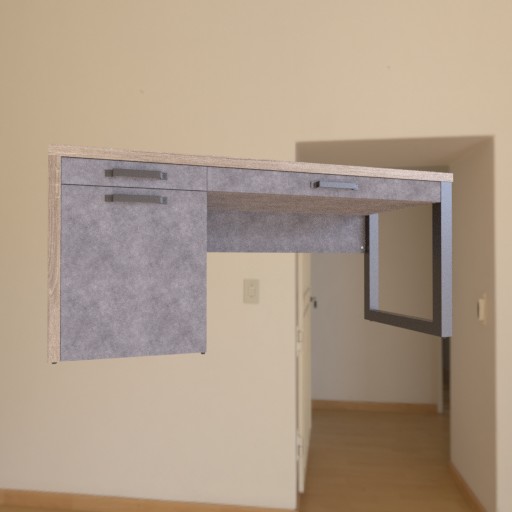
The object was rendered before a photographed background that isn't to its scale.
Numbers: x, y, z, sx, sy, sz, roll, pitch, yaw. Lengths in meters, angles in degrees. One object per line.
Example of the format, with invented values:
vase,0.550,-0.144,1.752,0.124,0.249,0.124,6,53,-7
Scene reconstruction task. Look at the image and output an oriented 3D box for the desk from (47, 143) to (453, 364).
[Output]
desk,0.000,0.000,2.079,1.700,0.760,0.690,0,-1,-18
